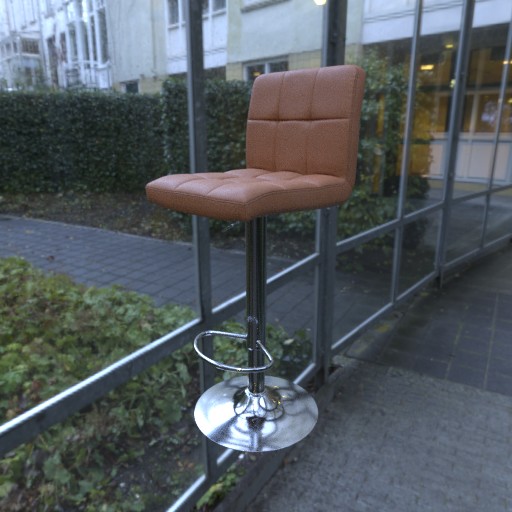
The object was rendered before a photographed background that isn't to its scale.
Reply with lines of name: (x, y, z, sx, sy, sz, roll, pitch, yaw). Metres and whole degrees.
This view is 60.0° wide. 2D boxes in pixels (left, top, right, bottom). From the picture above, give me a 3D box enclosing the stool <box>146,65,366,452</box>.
stool: (0.000, 0.000, 1.378, 0.430, 1.115, 0.505, 15, 22, 42)
